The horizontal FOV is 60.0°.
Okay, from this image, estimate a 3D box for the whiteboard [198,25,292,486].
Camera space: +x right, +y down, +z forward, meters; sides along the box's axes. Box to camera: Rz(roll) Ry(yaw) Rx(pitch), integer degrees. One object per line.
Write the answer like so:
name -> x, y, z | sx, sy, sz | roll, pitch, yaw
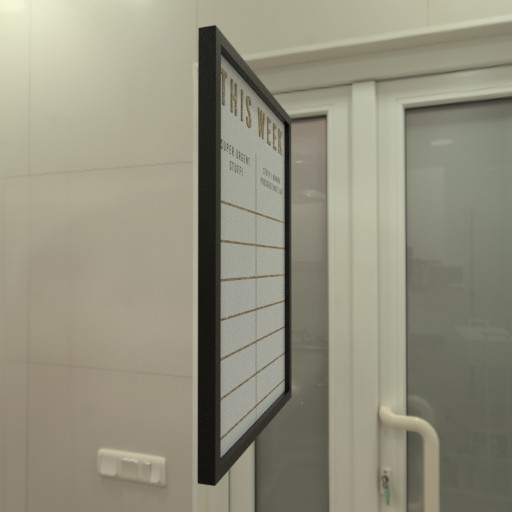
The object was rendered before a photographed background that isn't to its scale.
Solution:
whiteboard -> 0.000, 0.000, 0.781 | 0.026, 0.611, 0.406 | 0, -1, 19
